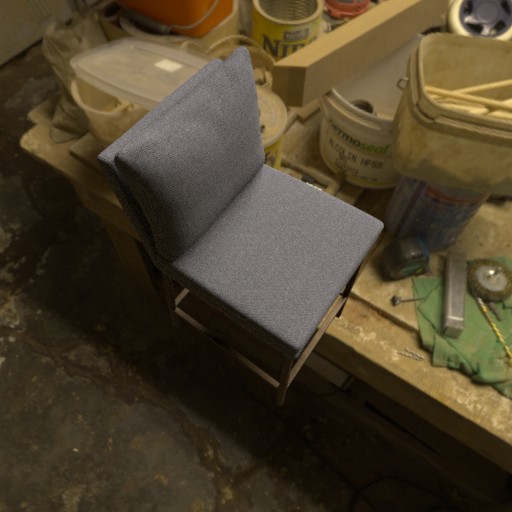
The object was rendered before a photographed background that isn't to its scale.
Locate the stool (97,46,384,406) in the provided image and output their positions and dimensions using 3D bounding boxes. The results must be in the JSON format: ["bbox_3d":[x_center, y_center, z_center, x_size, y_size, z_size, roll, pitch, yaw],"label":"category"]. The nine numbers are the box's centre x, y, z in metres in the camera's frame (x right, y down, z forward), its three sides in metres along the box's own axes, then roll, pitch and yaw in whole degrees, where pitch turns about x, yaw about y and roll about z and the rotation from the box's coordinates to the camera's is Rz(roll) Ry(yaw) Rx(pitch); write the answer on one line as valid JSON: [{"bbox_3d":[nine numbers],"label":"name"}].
[{"bbox_3d":[0.000,0.000,1.351,0.569,1.031,0.463,31,64,17],"label":"stool"}]
